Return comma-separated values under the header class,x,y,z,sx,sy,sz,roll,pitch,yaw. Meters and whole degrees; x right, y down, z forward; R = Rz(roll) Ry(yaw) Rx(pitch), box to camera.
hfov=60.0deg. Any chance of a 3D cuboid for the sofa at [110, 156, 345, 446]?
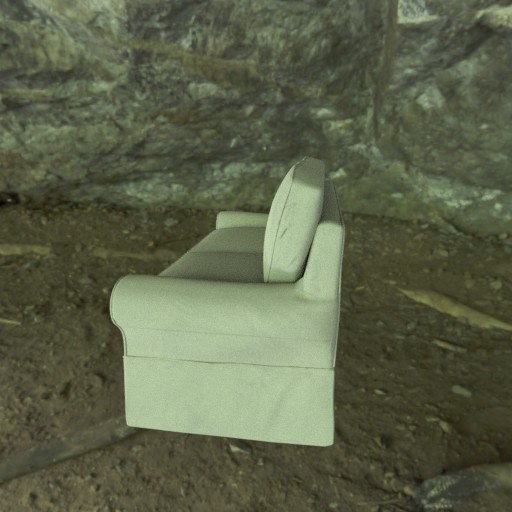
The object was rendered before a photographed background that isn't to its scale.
class,x,y,z,sx,sy,sz,roll,pitch,yaw
sofa,0.000,0.000,2.381,0.841,1.024,1.823,2,15,8
